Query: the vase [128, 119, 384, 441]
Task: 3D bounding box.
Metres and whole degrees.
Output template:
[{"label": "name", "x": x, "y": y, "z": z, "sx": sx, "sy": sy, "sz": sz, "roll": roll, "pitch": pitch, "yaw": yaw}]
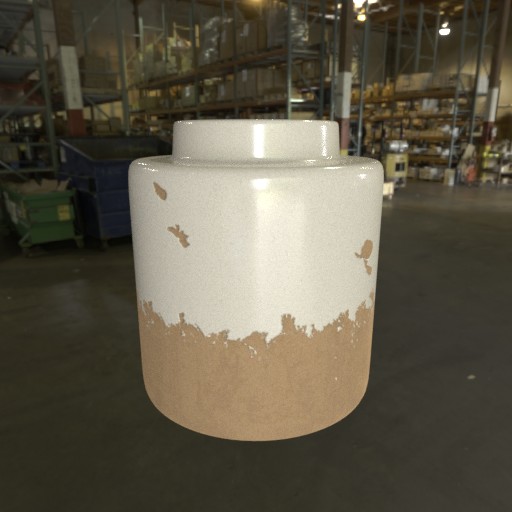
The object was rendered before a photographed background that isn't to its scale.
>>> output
[{"label": "vase", "x": 0.000, "y": 0.000, "z": 0.288, "sx": 0.153, "sy": 0.167, "sz": 0.153, "roll": 0, "pitch": 16, "yaw": 0}]
